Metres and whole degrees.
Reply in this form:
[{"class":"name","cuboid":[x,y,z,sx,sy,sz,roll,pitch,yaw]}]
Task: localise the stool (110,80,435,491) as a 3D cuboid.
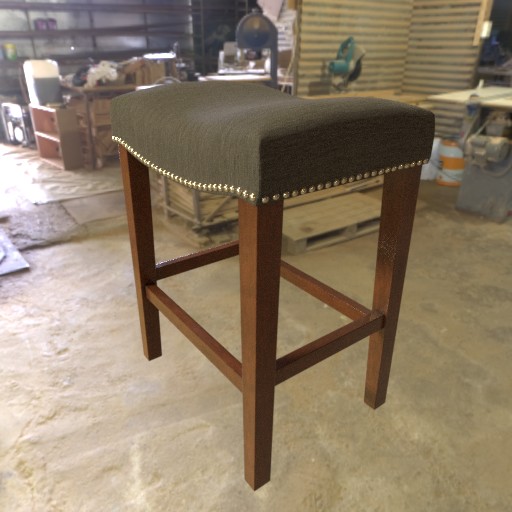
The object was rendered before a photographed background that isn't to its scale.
[{"class":"stool","cuboid":[0.000,0.000,0.923,0.372,0.654,0.504,-18,31,-32]}]
